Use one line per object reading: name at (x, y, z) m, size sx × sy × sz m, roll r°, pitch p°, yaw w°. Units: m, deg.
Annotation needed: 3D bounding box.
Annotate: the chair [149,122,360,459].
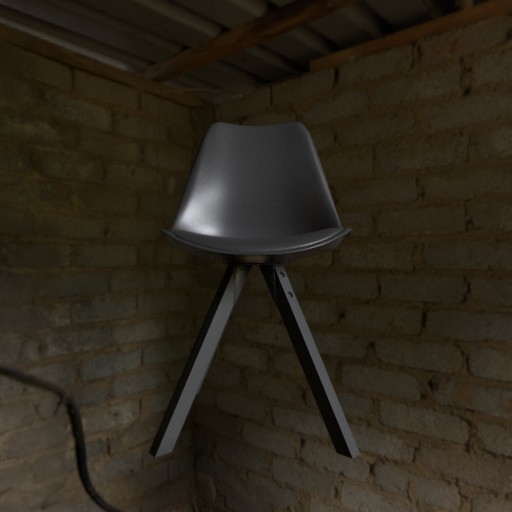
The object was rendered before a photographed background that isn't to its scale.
chair at (0.000, 0.000, 1.171) m, size 0.485 × 0.850 × 0.530 m, roll 0°, pitch 0°, yaw 1°
